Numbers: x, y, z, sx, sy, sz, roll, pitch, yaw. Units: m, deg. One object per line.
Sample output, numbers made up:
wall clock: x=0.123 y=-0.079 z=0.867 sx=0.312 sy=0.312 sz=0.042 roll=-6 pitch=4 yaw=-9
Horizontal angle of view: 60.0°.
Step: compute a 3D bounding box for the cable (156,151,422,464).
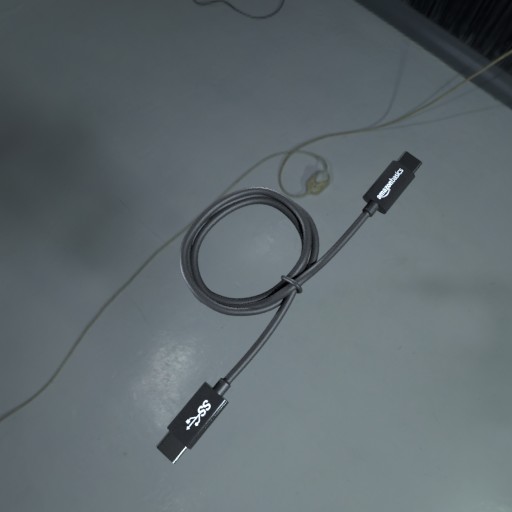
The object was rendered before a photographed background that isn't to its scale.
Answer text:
cable: x=0.000 y=0.000 z=0.211 sx=0.070 sy=0.014 sz=0.186 roll=39 pitch=78 yaw=9
